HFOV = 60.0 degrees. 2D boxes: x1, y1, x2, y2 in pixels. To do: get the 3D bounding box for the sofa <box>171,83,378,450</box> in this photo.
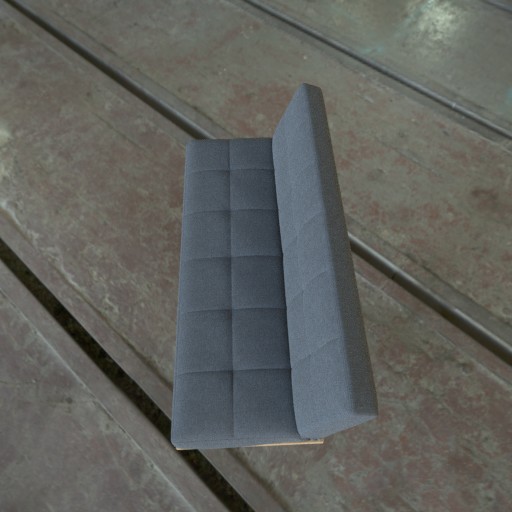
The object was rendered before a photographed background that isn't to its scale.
[{"bbox_3d":[0.000,0.000,2.325,0.820,0.770,1.820,-2,59,-1],"label":"sofa"}]
